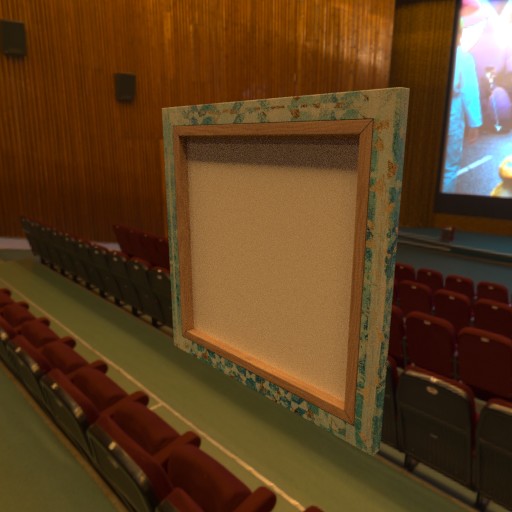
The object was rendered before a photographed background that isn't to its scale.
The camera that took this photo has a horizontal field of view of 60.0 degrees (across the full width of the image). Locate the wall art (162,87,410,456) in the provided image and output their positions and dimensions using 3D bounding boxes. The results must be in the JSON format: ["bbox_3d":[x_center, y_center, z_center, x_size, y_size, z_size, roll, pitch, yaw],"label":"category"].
[{"bbox_3d":[0.000,0.000,1.381,0.040,0.916,0.916,-14,20,-43],"label":"wall art"}]
